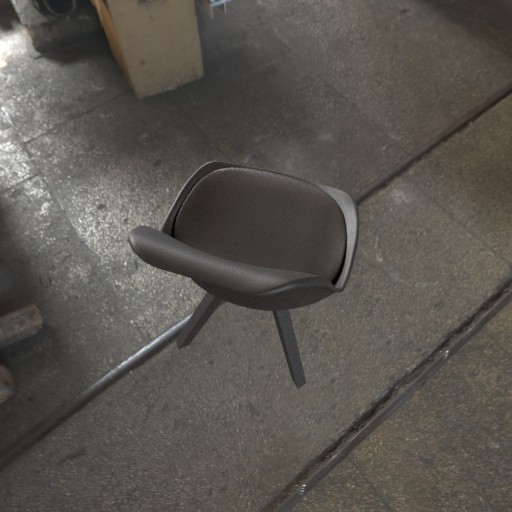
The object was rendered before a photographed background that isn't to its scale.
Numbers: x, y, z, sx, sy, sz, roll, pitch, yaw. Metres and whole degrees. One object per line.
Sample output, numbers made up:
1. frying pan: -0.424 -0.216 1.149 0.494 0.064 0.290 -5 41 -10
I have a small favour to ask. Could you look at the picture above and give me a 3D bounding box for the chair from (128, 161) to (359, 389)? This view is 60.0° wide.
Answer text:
1. chair: 0.000 0.000 1.163 0.485 0.850 0.550 16 63 8
